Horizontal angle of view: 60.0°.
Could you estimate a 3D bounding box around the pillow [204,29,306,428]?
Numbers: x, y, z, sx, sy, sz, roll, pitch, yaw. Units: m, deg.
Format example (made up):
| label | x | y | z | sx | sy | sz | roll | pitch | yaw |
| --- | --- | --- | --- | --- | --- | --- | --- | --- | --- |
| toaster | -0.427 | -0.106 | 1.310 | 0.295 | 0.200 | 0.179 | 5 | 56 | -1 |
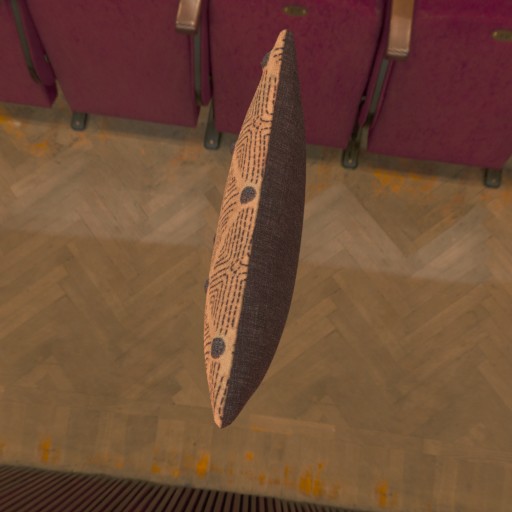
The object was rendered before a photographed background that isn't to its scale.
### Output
| label | x | y | z | sx | sy | sz | roll | pitch | yaw |
| --- | --- | --- | --- | --- | --- | --- | --- | --- | --- |
| pillow | 0.000 | 0.000 | 0.773 | 0.145 | 0.510 | 0.510 | 9 | 76 | 2 |
